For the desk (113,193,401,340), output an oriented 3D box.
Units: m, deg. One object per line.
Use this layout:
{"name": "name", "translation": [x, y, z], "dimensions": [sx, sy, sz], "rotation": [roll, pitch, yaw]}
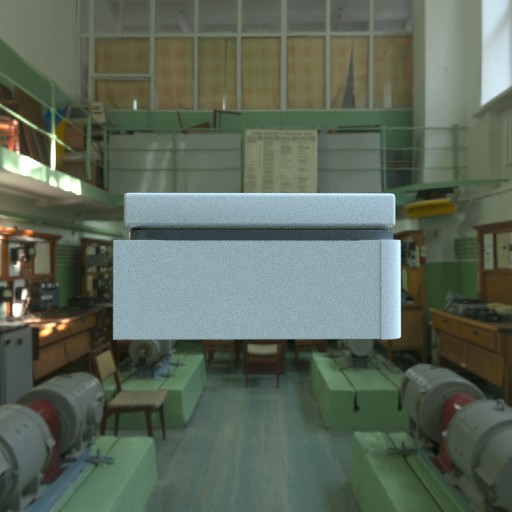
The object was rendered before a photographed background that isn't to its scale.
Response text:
{"name": "desk", "translation": [0.000, 0.000, 2.305], "dimensions": [0.900, 0.526, 1.900], "rotation": [0, 0, -1]}
